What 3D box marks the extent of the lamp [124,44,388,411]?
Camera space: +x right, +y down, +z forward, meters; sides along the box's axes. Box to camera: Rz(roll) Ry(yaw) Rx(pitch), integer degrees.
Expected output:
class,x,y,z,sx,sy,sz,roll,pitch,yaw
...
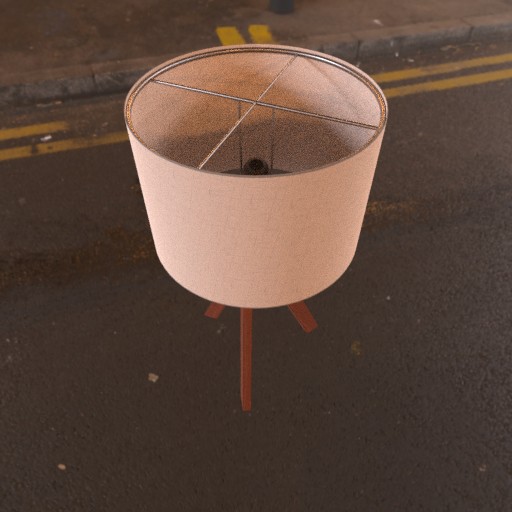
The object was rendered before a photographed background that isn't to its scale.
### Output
class,x,y,z,sx,sy,sz,roll,pitch,yaw
lamp,0.000,0.000,0.900,0.380,0.686,0.380,17,50,15
